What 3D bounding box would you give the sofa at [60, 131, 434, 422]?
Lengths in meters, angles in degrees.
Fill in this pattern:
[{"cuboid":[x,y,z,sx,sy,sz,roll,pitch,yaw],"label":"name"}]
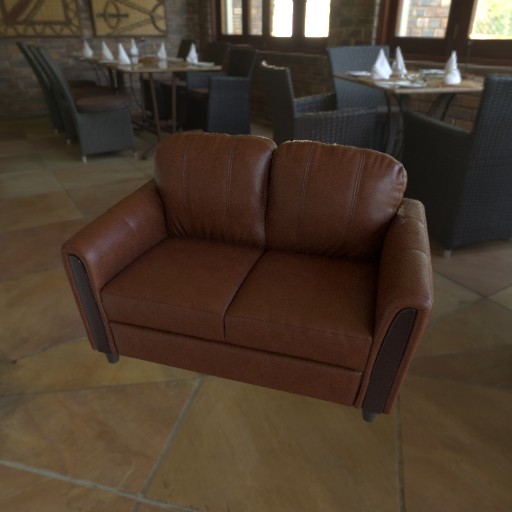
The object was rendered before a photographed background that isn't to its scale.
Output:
[{"cuboid":[0.000,0.000,1.948,1.406,0.906,0.805,8,28,15],"label":"sofa"}]
